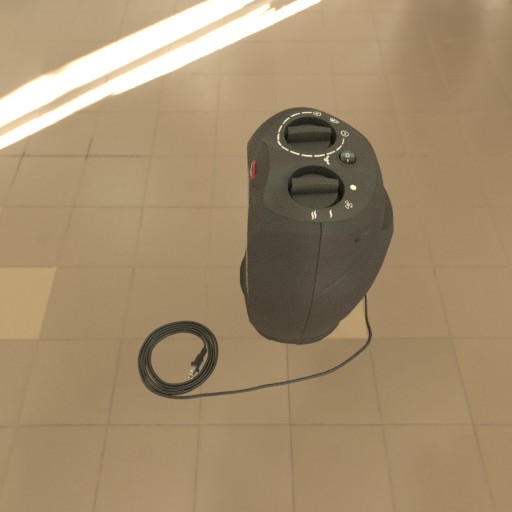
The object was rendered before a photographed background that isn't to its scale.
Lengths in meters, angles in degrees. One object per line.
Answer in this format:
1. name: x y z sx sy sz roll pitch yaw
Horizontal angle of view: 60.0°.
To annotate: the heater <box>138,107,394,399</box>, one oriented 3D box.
1. heater: 0.000 0.000 0.476 0.291 0.255 0.239 -1 58 0
